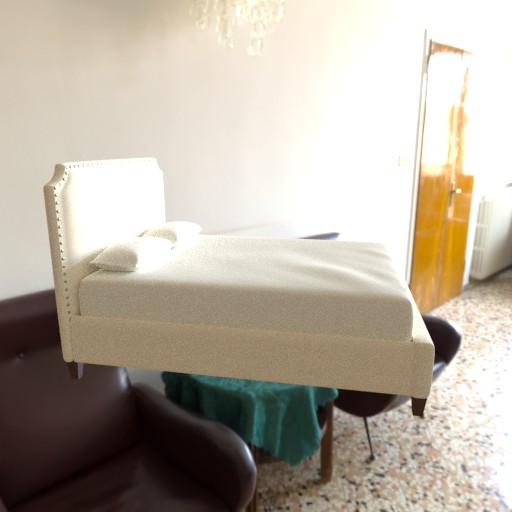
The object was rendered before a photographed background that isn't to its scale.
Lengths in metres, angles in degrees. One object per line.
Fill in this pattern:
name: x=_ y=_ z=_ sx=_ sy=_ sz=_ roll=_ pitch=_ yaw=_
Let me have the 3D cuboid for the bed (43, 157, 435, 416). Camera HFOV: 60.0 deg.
bed: x=0.000 y=0.000 z=3.414 sx=2.365 sy=1.443 sz=1.712 roll=3 pitch=14 yaw=11
